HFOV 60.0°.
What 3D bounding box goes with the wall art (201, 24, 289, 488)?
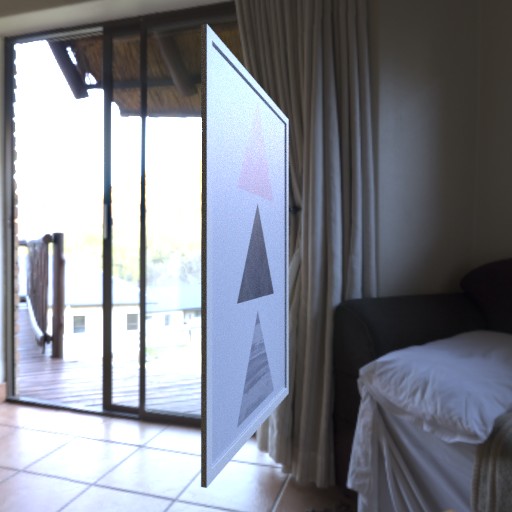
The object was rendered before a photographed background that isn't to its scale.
[{"bbox_3d":[0.000,0.000,1.211,0.013,0.940,0.659,0,0,19],"label":"wall art"}]
